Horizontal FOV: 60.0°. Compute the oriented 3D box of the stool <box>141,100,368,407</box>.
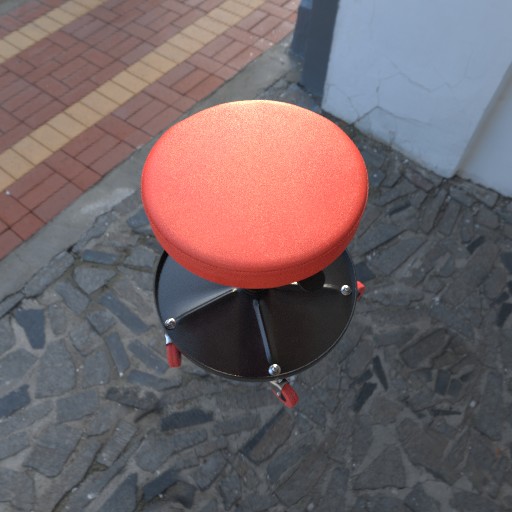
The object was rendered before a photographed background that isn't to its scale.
[{"bbox_3d":[0.000,0.000,0.680,0.381,0.365,0.382,-30,63,-17],"label":"stool"}]
